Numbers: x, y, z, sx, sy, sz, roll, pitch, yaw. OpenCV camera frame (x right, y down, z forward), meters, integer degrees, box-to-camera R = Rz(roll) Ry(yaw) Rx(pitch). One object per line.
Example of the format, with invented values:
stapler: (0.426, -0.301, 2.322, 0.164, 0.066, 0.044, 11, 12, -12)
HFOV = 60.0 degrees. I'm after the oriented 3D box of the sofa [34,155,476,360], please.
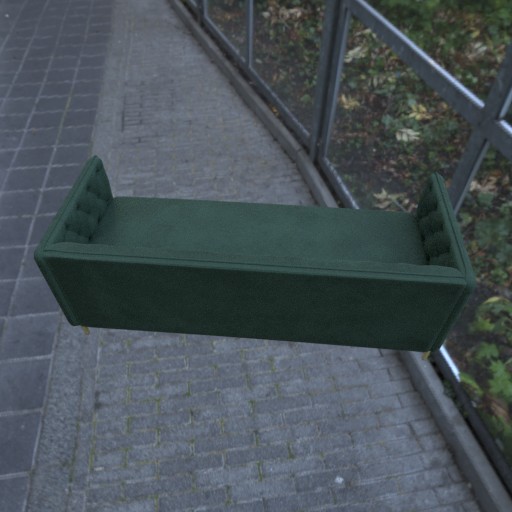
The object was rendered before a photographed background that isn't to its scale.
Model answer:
sofa: (0.000, 0.000, 2.698, 2.209, 0.771, 0.895, 4, 47, 3)
